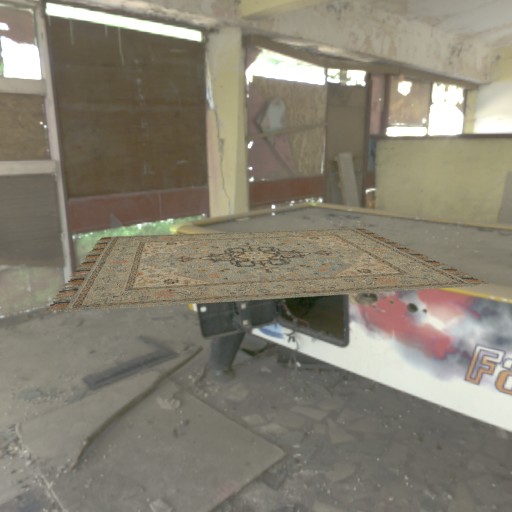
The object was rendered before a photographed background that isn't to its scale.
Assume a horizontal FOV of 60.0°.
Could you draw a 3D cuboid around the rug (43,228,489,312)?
[{"bbox_3d":[0.000,0.000,3.501,2.651,0.010,1.971,-3,14,-10],"label":"rug"}]
